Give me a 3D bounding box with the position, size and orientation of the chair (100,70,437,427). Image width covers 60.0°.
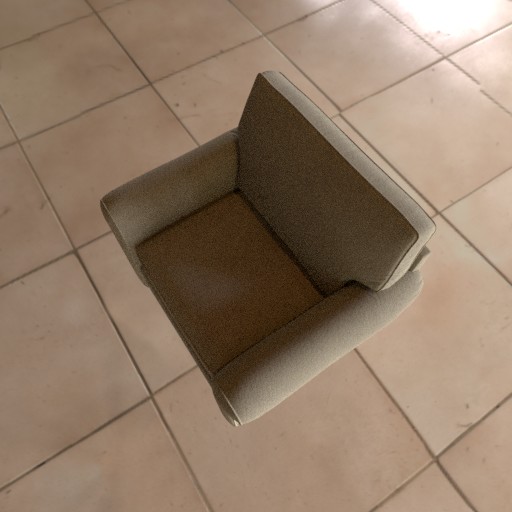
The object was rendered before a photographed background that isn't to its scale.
[{"bbox_3d":[0.000,0.000,1.951,0.939,1.044,1.147,-31,67,-15],"label":"chair"}]
